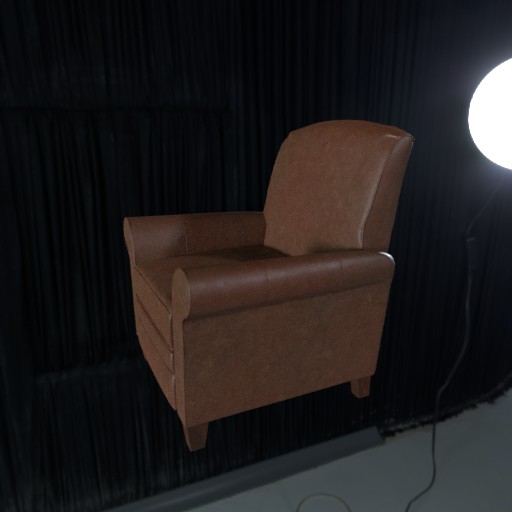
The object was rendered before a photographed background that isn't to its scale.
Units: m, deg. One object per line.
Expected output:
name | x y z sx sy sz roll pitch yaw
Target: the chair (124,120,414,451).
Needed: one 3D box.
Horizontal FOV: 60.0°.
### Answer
chair | 0.000 0.000 1.797 0.902 1.061 0.978 -8 18 -25
